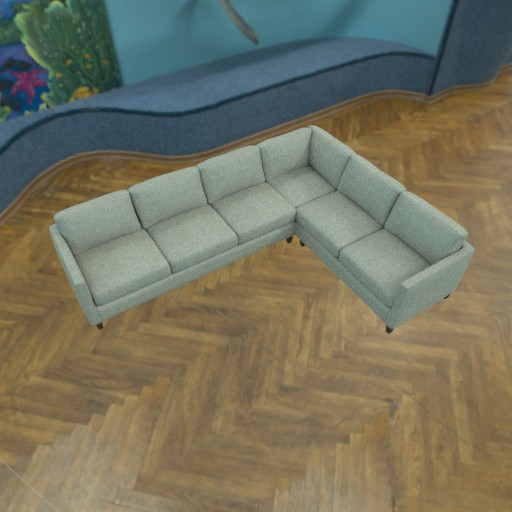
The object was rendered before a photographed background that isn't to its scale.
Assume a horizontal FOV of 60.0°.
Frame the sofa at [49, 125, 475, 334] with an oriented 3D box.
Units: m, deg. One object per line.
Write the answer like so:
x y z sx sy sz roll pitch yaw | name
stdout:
0.000 0.000 4.410 3.333 0.934 2.522 -24 51 -22 | sofa
